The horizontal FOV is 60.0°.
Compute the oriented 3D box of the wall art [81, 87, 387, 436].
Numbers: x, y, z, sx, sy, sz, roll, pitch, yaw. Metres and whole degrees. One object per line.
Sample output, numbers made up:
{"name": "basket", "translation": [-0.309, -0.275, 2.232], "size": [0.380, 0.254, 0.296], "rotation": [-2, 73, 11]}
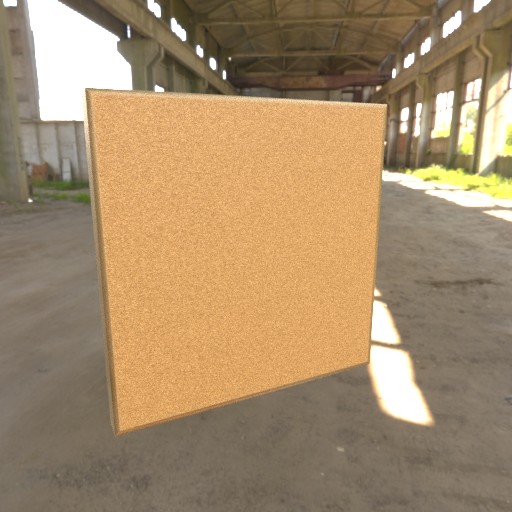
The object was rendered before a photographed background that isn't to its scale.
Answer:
{"name": "wall art", "translation": [0.000, 0.000, 0.758], "size": [0.513, 0.511, 0.038], "rotation": [-7, 16, -27]}
